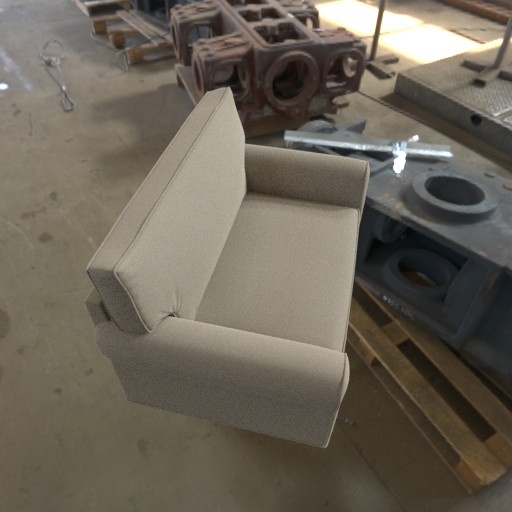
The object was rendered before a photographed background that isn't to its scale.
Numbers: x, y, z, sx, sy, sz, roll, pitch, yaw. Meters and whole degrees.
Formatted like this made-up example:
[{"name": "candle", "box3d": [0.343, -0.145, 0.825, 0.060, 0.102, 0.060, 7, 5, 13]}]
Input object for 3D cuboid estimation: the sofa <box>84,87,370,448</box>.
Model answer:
[{"name": "sofa", "box3d": [0.000, 0.000, 2.067, 0.937, 1.006, 1.405, 10, 47, 9]}]
